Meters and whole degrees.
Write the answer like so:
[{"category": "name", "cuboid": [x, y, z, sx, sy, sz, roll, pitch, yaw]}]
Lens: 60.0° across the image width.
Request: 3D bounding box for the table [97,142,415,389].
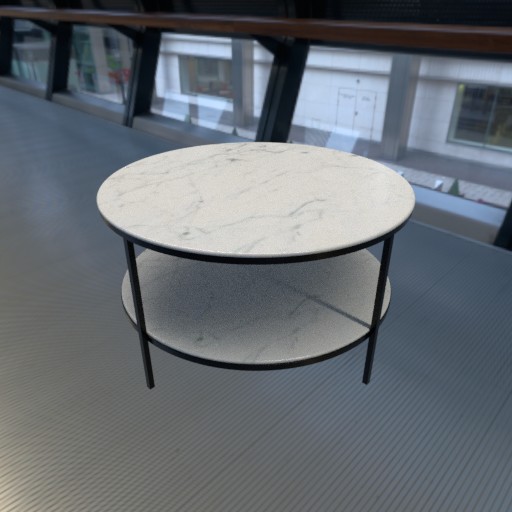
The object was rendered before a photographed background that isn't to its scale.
[{"category": "table", "cuboid": [0.000, 0.000, 1.273, 0.800, 0.450, 0.800, 0, 29, 0]}]
